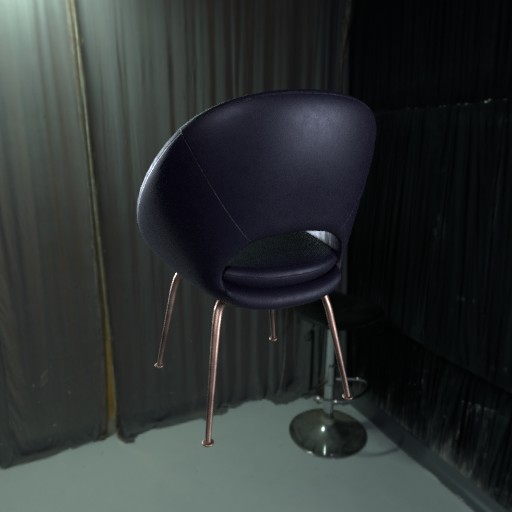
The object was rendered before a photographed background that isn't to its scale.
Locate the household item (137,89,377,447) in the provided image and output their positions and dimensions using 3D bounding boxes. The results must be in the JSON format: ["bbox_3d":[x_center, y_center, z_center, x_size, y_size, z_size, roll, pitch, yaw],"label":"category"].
[{"bbox_3d":[0.000,0.000,1.270,0.623,0.852,0.573,-8,17,-27],"label":"household item"}]
